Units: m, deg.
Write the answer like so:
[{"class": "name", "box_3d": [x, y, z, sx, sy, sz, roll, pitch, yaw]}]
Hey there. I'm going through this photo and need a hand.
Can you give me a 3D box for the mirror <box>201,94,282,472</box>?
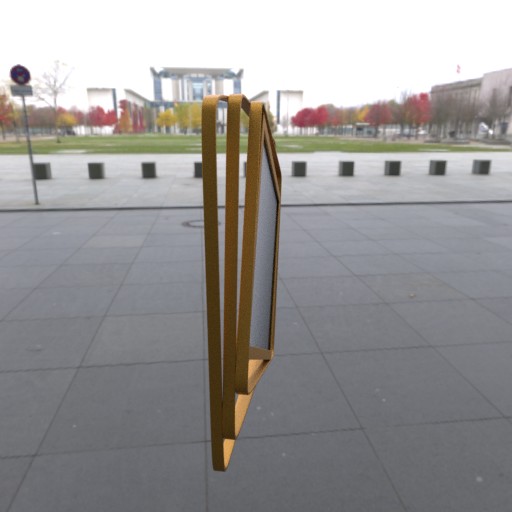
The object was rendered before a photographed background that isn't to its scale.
[{"class": "mirror", "box_3d": [0.000, 0.000, 0.713, 0.045, 0.468, 0.470, 2, 16, 8]}]
